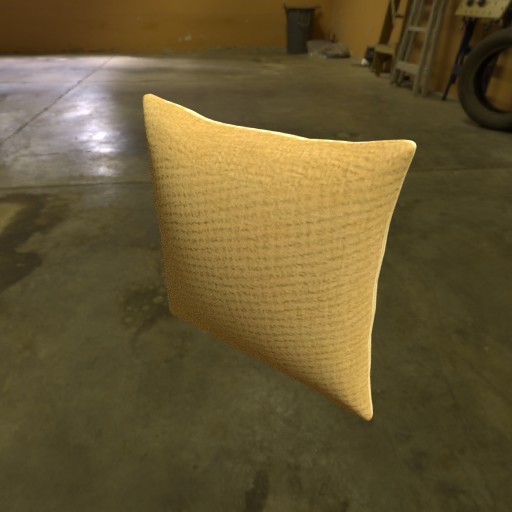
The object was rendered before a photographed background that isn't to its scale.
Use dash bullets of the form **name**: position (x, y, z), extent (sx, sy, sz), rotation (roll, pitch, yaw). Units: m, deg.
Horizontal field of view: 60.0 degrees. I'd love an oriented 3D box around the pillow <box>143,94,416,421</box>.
- **pillow**: position (0.000, 0.000, 0.648), extent (0.419, 0.407, 0.173), rotation (22, 37, 32)
